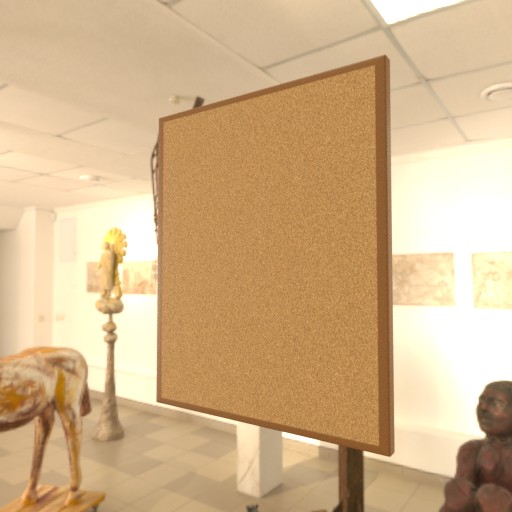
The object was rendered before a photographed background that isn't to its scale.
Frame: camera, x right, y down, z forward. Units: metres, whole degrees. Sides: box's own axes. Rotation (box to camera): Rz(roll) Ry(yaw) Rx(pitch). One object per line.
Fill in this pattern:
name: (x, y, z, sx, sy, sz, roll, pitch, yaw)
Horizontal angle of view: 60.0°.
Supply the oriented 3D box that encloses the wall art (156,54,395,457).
wall art: (0.000, 0.000, 0.509, 0.310, 0.379, 0.015, -2, -3, 34)
